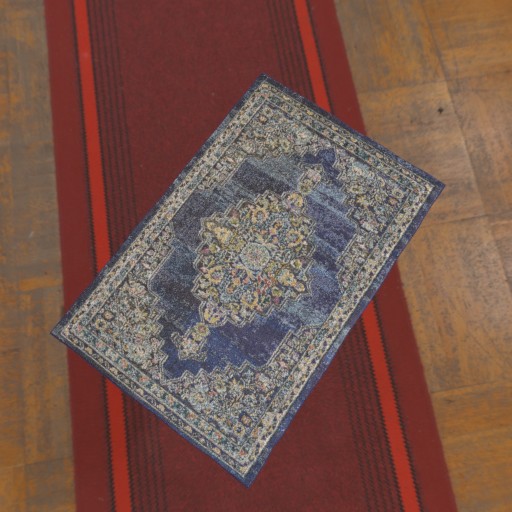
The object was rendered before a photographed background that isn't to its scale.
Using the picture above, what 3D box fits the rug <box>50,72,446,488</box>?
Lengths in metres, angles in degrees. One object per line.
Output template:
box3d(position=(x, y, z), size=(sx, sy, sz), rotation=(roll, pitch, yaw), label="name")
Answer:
box3d(position=(0.000, 0.000, 2.224), size=(1.184, 0.012, 1.781), rotation=(35, 78, 8), label="rug")
